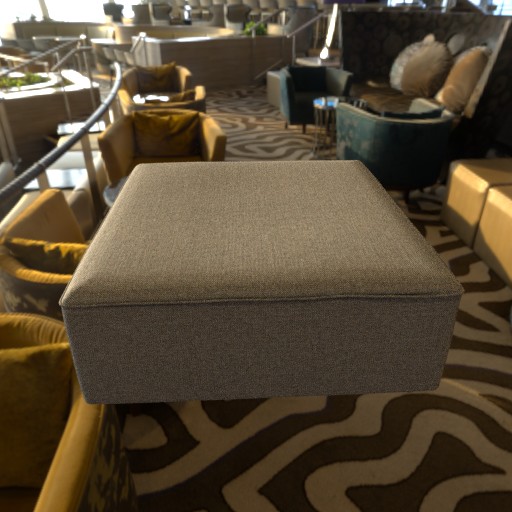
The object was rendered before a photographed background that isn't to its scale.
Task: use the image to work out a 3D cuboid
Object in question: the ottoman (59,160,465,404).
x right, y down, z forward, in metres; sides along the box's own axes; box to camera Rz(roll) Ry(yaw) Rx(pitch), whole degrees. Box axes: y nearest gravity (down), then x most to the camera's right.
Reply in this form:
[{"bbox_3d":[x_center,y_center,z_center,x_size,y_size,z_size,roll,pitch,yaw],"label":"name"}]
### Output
[{"bbox_3d":[0.000,0.000,1.584,1.017,0.423,1.023,-1,30,-2],"label":"ottoman"}]
